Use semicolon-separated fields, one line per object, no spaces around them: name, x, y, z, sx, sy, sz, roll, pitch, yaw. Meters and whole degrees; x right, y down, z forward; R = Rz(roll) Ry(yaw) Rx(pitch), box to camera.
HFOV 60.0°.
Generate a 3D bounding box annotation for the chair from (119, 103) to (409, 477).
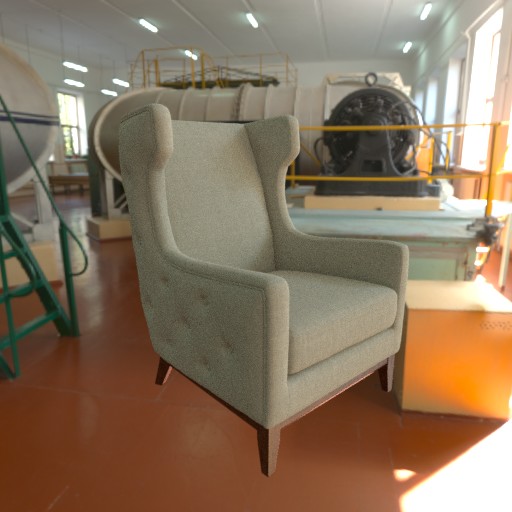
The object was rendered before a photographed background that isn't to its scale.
chair;0.000;0.000;1.687;0.778;1.079;0.899;-12;18;-43
